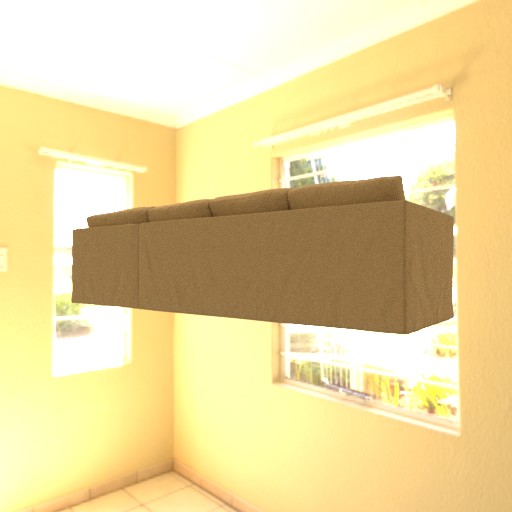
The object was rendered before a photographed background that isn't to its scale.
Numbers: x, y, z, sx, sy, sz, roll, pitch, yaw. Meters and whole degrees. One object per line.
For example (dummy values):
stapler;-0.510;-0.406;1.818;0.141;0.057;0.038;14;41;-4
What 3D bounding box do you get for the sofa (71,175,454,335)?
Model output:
sofa;0.000;0.000;3.838;3.177;0.867;1.622;-1;-1;38
